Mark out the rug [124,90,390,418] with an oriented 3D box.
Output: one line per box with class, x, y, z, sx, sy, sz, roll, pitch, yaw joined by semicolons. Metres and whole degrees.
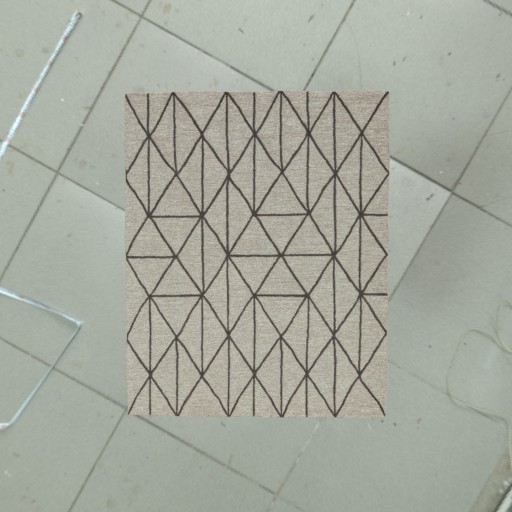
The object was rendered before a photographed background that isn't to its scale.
rug;0.000;0.000;4.146;2.468;0.022;3.061;0;92;1
